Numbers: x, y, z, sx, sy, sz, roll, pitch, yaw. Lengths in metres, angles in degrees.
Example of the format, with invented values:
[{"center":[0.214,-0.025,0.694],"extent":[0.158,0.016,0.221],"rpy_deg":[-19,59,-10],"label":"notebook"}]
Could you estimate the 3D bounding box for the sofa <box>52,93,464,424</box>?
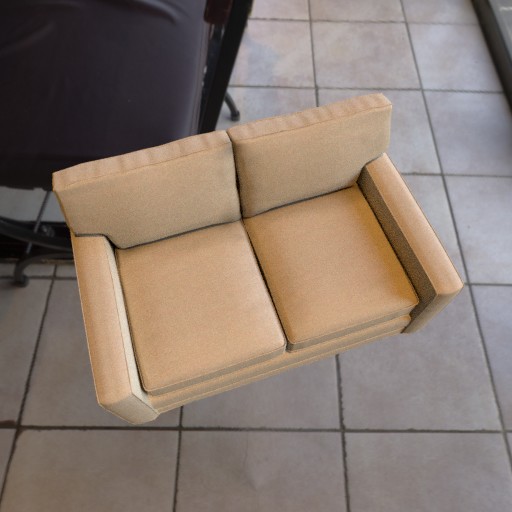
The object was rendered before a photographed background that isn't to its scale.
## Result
[{"center":[0.000,0.000,1.979],"extent":[1.484,0.853,0.942],"rpy_deg":[-16,63,-8],"label":"sofa"}]
